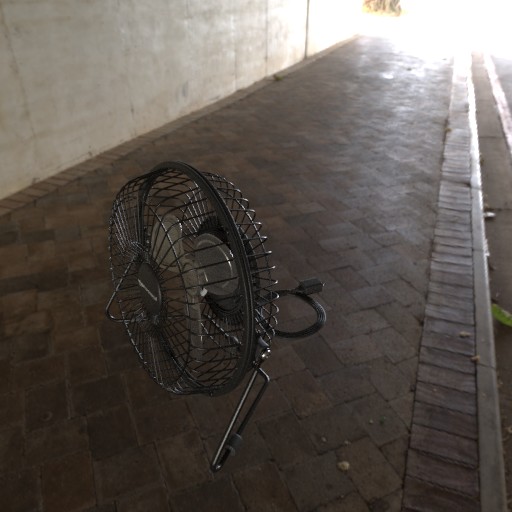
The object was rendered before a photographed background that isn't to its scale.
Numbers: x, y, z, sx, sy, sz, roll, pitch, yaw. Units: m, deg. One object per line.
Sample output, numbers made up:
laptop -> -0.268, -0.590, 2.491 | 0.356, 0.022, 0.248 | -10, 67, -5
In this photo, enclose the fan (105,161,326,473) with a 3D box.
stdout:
fan -> 0.000, 0.000, 0.384 | 0.227, 0.188, 0.209 | -21, 37, -30
